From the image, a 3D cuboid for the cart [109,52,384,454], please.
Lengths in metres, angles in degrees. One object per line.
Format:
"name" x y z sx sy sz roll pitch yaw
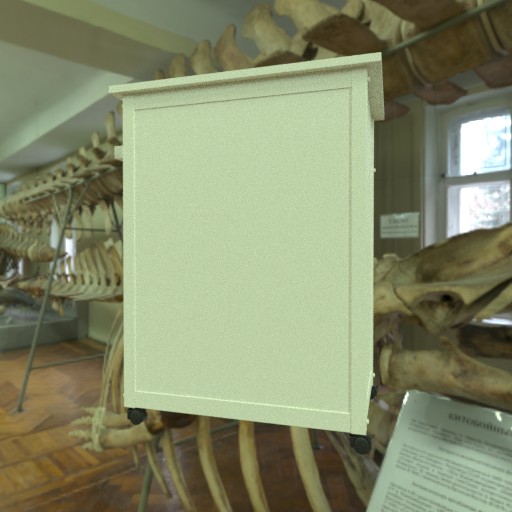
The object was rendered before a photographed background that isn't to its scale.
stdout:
"cart" 0.000 0.000 1.246 0.683 0.864 0.442 0 1 17
